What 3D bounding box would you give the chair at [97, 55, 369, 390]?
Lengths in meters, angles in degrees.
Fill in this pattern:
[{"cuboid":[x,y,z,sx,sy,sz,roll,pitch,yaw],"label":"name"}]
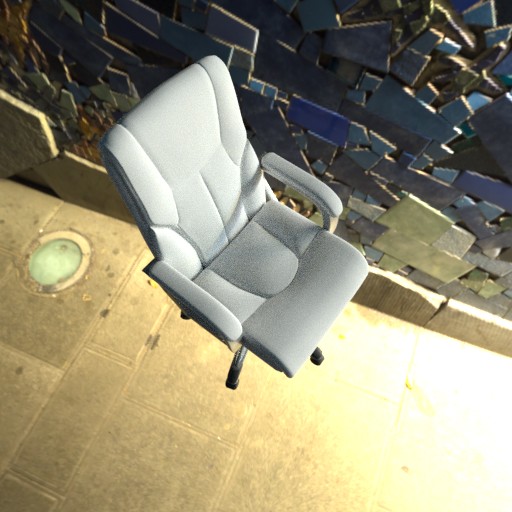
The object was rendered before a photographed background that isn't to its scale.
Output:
[{"cuboid":[0.000,0.000,1.607,0.738,1.120,0.687,33,65,18],"label":"chair"}]
